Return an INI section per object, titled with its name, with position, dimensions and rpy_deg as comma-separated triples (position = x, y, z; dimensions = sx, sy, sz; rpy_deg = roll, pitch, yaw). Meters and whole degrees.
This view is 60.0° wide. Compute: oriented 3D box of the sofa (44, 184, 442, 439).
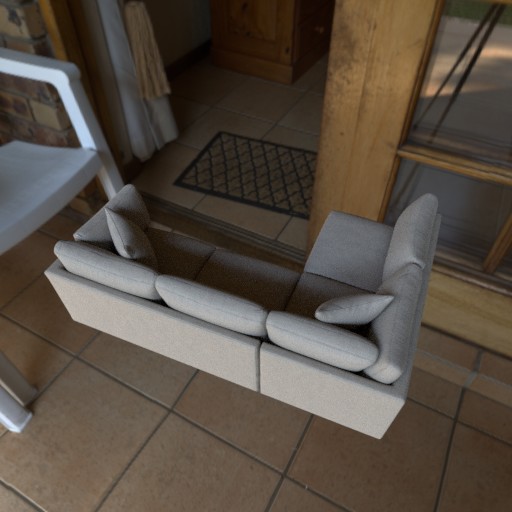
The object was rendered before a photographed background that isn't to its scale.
[sofa]
position = 0.000, 0.000, 3.971
dimensions = 2.896, 0.978, 1.994
rpy_deg = 17, 49, 15
